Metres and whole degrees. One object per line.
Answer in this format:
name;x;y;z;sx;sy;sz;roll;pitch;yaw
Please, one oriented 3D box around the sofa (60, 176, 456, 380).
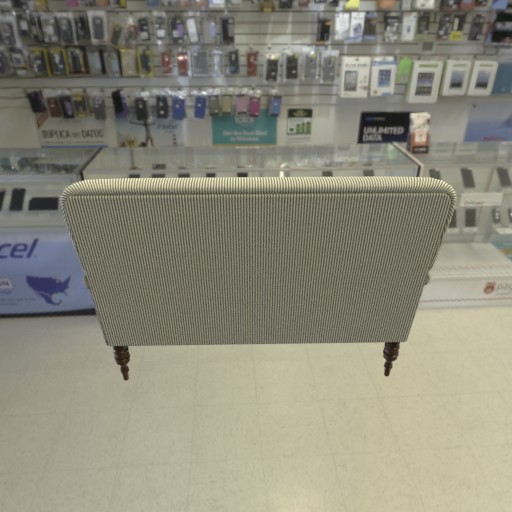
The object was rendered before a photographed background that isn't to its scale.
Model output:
sofa;0.000;0.000;1.834;1.297;0.889;0.779;-1;29;-1
